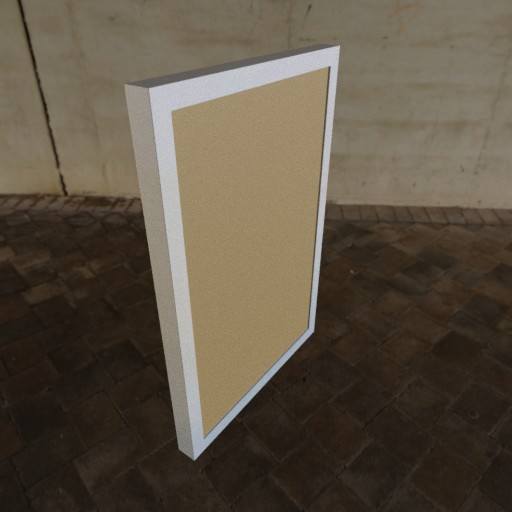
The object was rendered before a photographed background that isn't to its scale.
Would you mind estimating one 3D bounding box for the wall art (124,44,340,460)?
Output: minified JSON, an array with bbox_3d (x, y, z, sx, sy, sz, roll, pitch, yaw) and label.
[{"bbox_3d":[0.000,0.000,0.748,0.038,0.611,0.408,21,38,30],"label":"wall art"}]
